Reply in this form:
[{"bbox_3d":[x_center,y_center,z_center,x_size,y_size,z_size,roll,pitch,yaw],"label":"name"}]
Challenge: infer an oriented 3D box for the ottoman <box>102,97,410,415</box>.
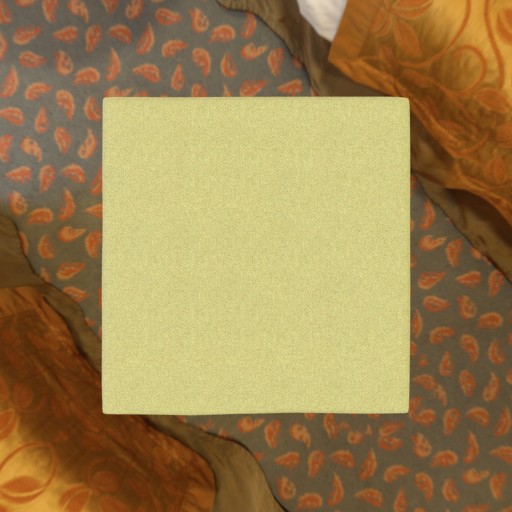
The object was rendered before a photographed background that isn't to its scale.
[{"bbox_3d":[0.000,0.000,1.540,0.968,0.379,1.004,0,90,0],"label":"ottoman"}]
